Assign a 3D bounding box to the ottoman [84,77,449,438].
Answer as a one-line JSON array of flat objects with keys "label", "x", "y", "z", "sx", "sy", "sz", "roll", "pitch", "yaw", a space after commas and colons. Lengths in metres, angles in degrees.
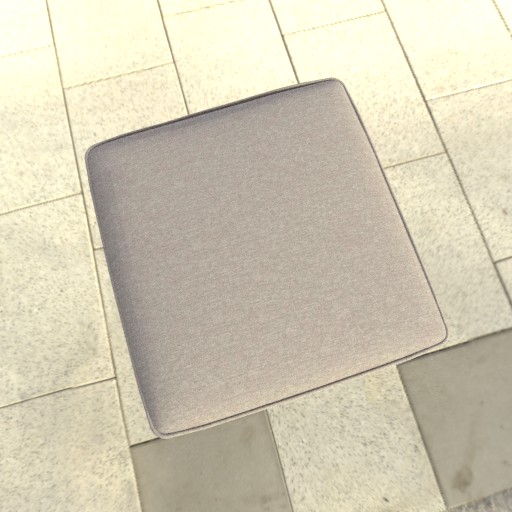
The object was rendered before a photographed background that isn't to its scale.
[{"label": "ottoman", "x": 0.000, "y": 0.000, "z": 1.411, "sx": 0.808, "sy": 0.612, "sz": 0.871, "roll": -17, "pitch": 76, "yaw": -4}]
